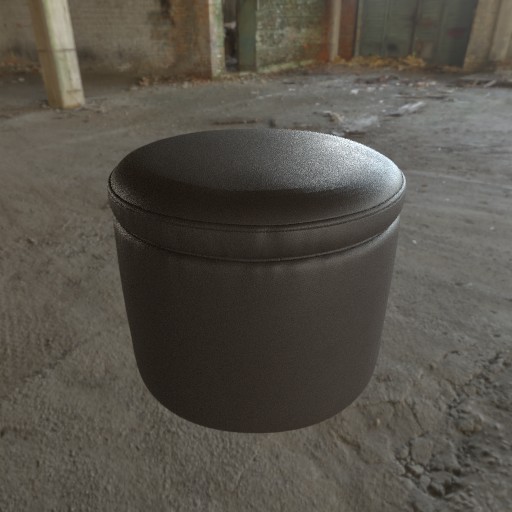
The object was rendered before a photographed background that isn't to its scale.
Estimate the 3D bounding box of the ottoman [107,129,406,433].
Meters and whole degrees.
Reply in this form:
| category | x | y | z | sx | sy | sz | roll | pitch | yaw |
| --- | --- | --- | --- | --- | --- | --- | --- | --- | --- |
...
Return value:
| category | x | y | z | sx | sy | sz | roll | pitch | yaw |
| --- | --- | --- | --- | --- | --- | --- | --- | --- | --- |
| ottoman | 0.000 | 0.000 | 0.842 | 0.500 | 0.409 | 0.500 | 0 | 28 | 0 |
